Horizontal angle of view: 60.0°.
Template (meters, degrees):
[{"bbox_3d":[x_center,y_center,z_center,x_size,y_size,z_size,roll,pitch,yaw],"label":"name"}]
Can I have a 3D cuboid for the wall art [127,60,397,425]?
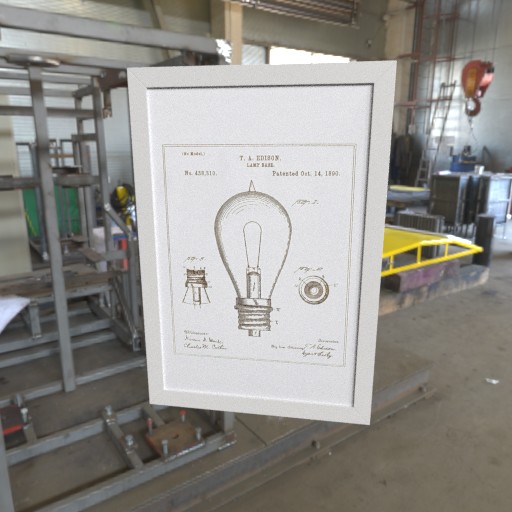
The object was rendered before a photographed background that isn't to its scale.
[{"bbox_3d":[0.000,0.000,0.592,0.325,0.474,0.010,2,15,9],"label":"wall art"}]
